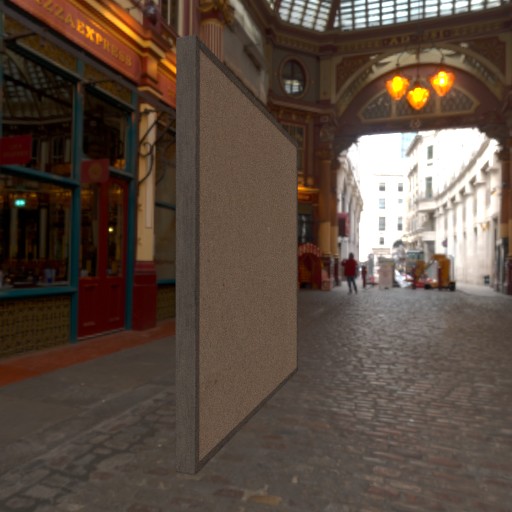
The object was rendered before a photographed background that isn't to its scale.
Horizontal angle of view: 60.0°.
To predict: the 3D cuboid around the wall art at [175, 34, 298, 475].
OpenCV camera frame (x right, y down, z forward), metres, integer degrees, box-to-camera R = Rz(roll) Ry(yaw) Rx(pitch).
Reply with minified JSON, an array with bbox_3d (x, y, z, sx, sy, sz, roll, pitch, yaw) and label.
[{"bbox_3d":[0.000,0.000,1.132,0.038,0.762,0.762,0,-1,19],"label":"wall art"}]
